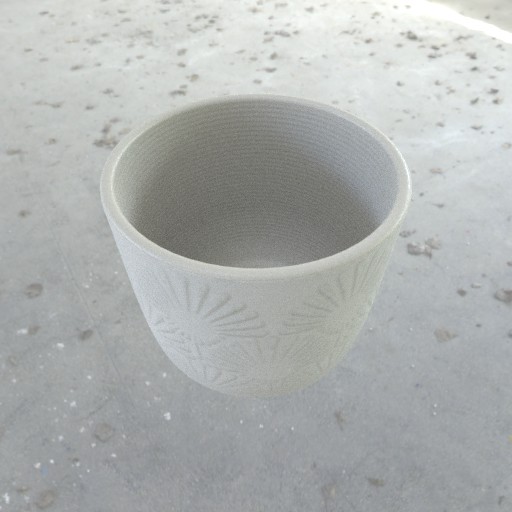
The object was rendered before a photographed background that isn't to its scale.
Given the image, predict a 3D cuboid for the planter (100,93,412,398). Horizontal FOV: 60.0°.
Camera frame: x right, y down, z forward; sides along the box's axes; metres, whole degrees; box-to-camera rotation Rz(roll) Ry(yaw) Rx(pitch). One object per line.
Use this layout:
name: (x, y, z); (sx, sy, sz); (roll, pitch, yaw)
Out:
planter: (0.000, 0.000, 0.219); (0.124, 0.109, 0.124); (0, 46, 0)
